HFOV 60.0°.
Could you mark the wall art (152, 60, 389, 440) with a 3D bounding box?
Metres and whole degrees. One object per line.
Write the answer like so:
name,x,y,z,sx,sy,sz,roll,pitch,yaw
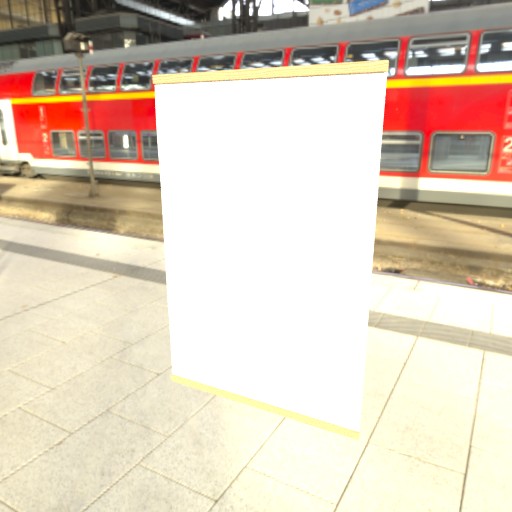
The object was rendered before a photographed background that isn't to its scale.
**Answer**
wall art,0.000,0.000,1.944,1.011,1.521,0.025,8,18,26
